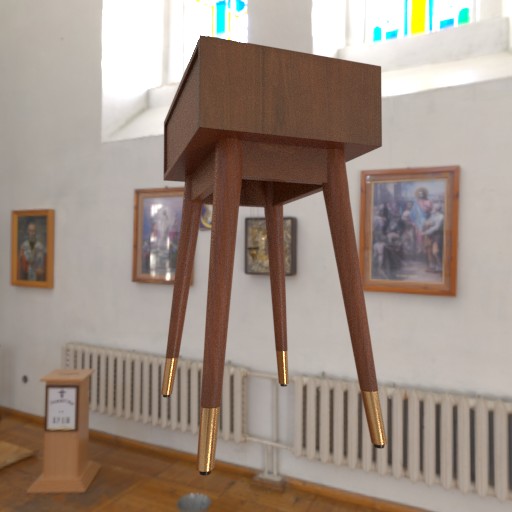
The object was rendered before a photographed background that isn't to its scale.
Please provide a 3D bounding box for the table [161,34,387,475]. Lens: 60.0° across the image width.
[{"bbox_3d":[0.000,0.000,0.832,0.300,0.599,0.406,1,-2,-19],"label":"table"}]
